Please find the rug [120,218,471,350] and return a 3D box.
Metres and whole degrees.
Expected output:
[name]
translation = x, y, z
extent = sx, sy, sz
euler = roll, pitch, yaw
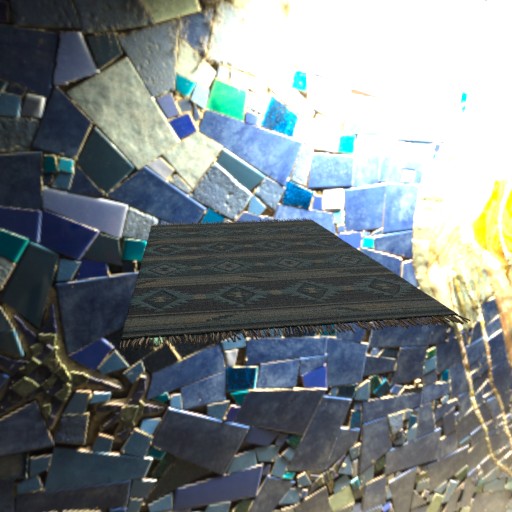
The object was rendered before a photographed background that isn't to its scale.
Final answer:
[rug]
translation = 0.000, 0.000, 2.348
extent = 1.181, 0.028, 1.936
euler = -3, 16, -9
